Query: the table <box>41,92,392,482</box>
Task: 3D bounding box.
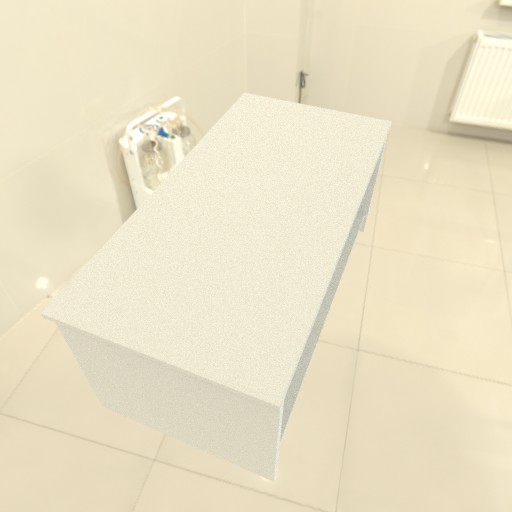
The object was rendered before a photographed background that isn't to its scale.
[{"bbox_3d":[0.000,0.000,1.280,0.500,0.441,1.000,17,49,15],"label":"table"}]
